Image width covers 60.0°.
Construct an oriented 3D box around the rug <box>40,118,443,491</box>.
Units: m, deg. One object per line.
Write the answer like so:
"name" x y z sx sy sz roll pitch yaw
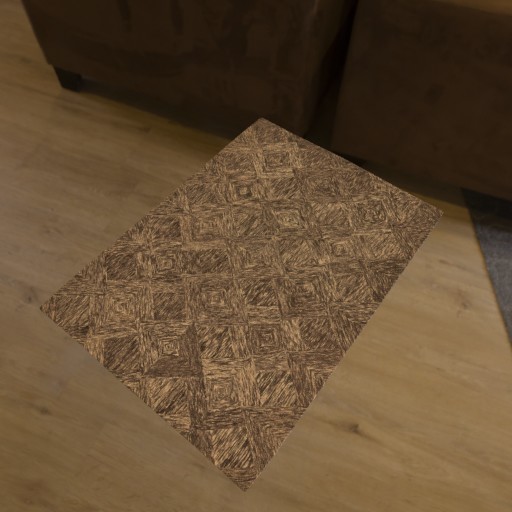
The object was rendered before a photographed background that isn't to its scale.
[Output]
"rug" 0.000 0.000 5.330 2.997 0.020 4.093 33 63 20
